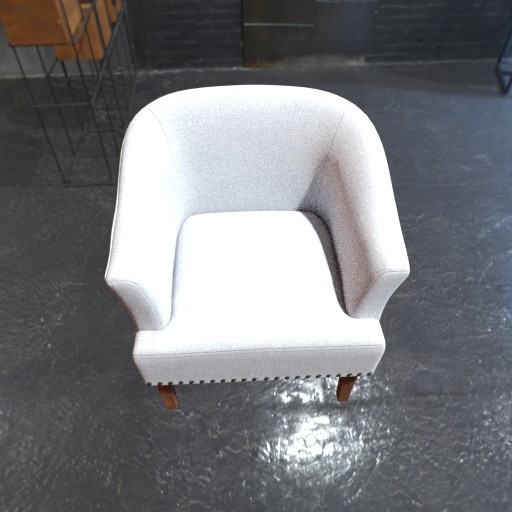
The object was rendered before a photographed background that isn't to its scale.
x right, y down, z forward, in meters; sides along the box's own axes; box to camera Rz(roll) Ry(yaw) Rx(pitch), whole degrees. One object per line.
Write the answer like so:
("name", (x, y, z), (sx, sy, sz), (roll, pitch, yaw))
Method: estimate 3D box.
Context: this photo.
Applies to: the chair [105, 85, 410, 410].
("chair", (0.000, 0.000, 1.430), (0.798, 0.815, 0.704), (-2, 47, -2))
